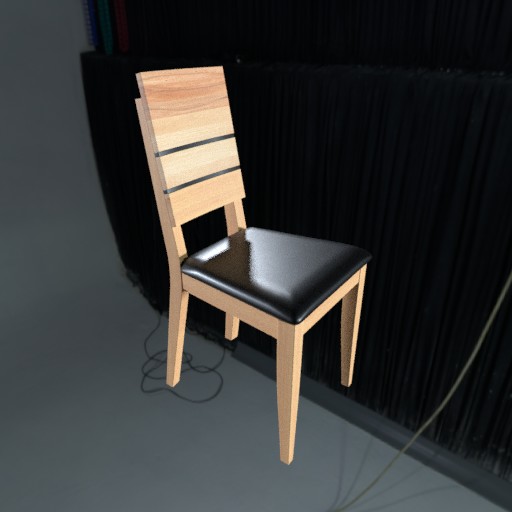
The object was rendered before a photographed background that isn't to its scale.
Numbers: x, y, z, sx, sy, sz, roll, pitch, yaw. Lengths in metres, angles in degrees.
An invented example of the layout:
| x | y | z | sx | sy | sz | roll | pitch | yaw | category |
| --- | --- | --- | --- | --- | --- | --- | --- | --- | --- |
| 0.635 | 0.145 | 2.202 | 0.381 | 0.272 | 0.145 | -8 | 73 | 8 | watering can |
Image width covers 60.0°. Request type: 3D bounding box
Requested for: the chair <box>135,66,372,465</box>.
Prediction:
| x | y | z | sx | sy | sz | roll | pitch | yaw | category |
| --- | --- | --- | --- | --- | --- | --- | --- | --- | --- |
| 0.000 | 0.000 | 1.229 | 0.520 | 0.940 | 0.410 | 18 | 32 | 32 | chair |
